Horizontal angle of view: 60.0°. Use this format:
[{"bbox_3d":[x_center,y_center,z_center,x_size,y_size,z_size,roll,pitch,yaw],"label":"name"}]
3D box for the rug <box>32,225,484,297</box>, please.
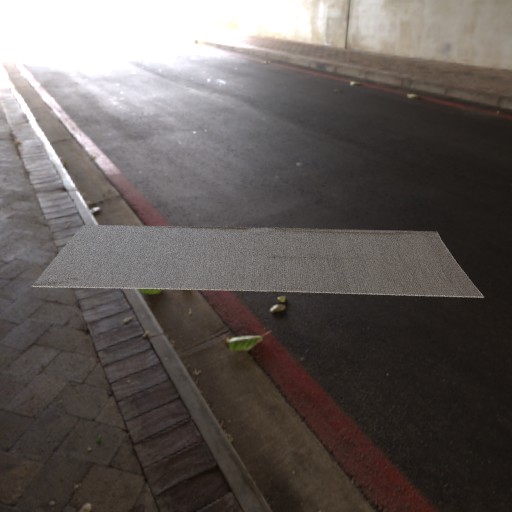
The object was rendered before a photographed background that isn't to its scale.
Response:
[{"bbox_3d":[0.000,0.000,2.652,2.390,0.014,0.741,1,30,2],"label":"rug"}]
